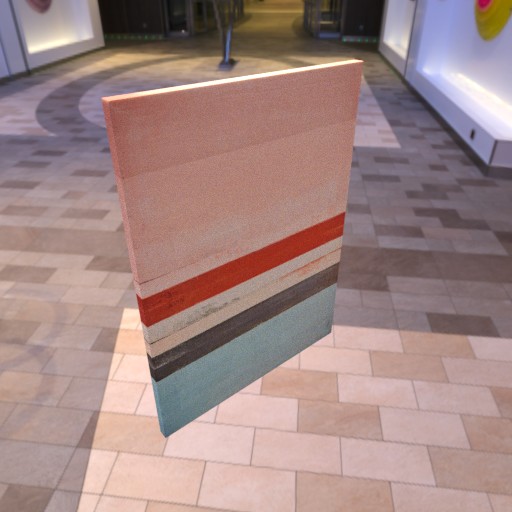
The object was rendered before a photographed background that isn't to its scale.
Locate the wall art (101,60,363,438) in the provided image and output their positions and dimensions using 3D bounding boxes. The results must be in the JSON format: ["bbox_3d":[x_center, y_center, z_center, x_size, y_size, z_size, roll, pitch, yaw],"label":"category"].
[{"bbox_3d":[0.000,0.000,1.330,0.761,1.016,0.039,-24,39,-33],"label":"wall art"}]
